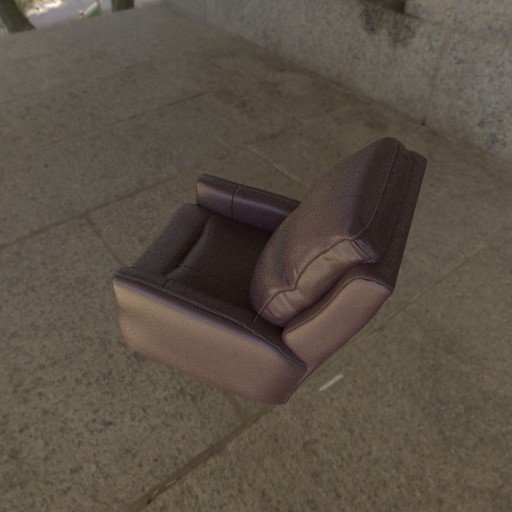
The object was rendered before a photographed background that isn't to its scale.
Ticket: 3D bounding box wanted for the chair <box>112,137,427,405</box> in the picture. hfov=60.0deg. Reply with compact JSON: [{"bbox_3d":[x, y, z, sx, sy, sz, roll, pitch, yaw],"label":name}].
[{"bbox_3d":[0.000,0.000,1.825,1.080,1.030,0.829,17,48,16],"label":"chair"}]
